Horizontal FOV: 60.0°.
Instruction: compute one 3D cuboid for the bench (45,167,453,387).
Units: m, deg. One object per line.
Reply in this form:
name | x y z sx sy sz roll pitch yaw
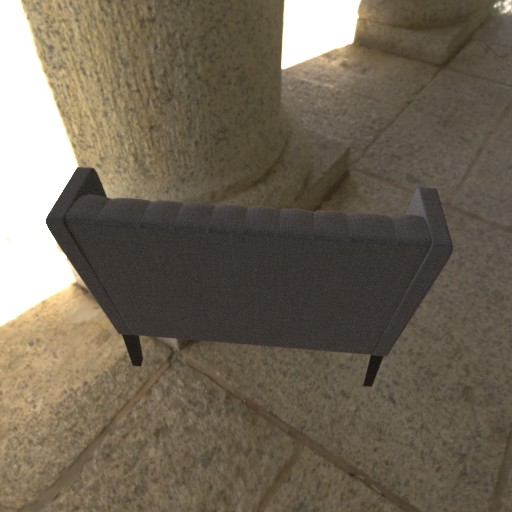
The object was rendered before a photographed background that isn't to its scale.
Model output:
bench | 0.000 0.000 2.030 1.276 1.121 0.842 4 48 4
